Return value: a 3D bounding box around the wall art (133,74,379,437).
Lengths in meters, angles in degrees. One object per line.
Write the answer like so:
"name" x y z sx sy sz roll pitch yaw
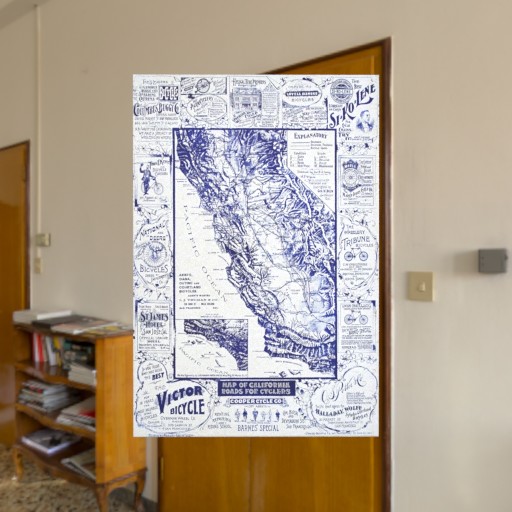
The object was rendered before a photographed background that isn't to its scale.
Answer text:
"wall art" 0.000 0.000 0.755 0.408 0.601 0.040 0 0 0
